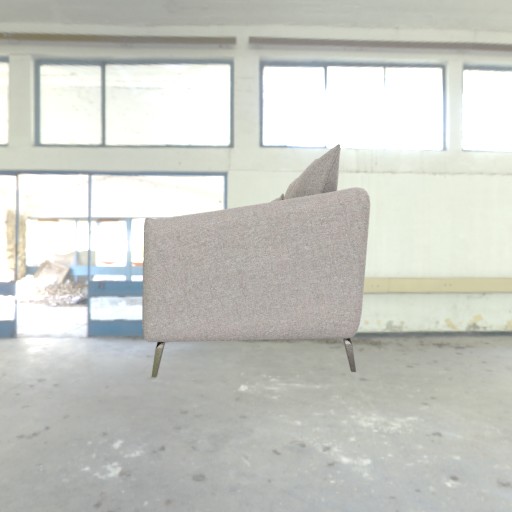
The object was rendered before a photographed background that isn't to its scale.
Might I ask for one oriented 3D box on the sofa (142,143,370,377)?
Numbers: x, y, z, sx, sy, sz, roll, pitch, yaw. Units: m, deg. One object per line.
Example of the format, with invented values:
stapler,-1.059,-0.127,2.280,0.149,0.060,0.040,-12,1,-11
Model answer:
sofa,0.000,0.000,2.497,0.809,0.833,2.022,0,0,-1
